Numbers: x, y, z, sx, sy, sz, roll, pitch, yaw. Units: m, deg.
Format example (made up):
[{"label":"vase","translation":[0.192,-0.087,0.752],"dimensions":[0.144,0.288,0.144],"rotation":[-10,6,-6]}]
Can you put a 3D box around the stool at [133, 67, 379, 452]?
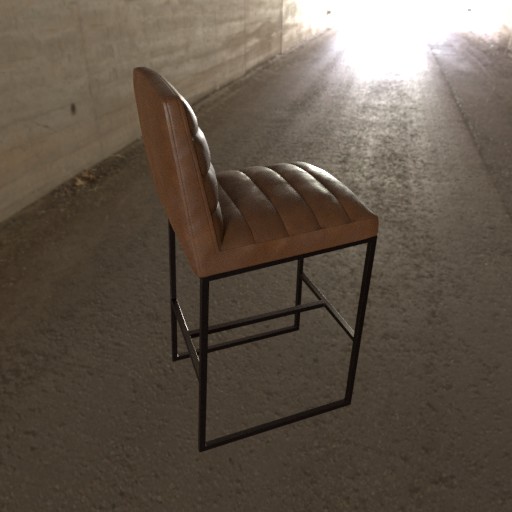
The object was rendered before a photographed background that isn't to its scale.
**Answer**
[{"label":"stool","translation":[0.000,0.000,1.358],"dimensions":[0.562,1.065,0.463],"rotation":[-11,32,-17]}]
